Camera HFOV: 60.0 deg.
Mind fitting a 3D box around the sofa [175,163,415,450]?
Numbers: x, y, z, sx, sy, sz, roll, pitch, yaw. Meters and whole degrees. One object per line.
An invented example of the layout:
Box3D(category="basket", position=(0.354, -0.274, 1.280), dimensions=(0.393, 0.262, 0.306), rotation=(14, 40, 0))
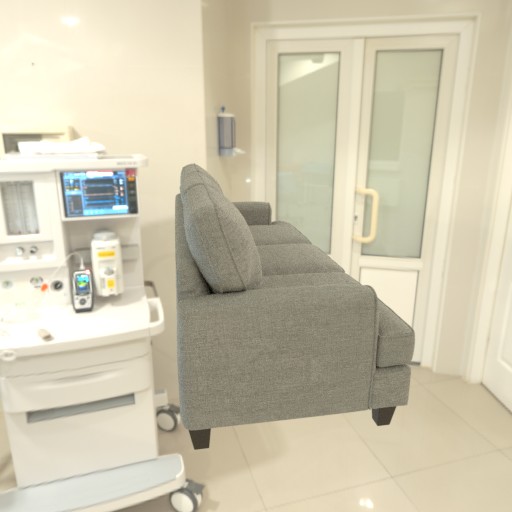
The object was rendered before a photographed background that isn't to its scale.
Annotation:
Box3D(category="sofa", position=(0.000, 0.000, 2.656), dimensions=(0.951, 0.965, 2.158), rotation=(-3, 17, -10))
